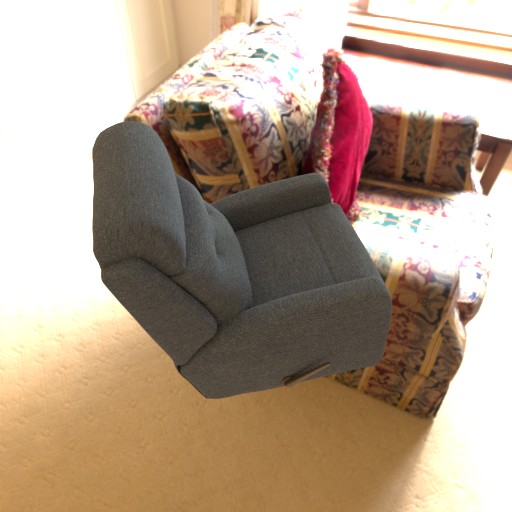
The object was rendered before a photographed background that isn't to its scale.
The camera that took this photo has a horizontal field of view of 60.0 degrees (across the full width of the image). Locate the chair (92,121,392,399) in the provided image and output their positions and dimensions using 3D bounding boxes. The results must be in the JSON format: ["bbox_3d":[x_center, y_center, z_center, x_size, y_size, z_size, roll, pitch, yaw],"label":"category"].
[{"bbox_3d":[0.000,0.000,1.754,1.043,1.013,0.798,-10,48,-9],"label":"chair"}]
